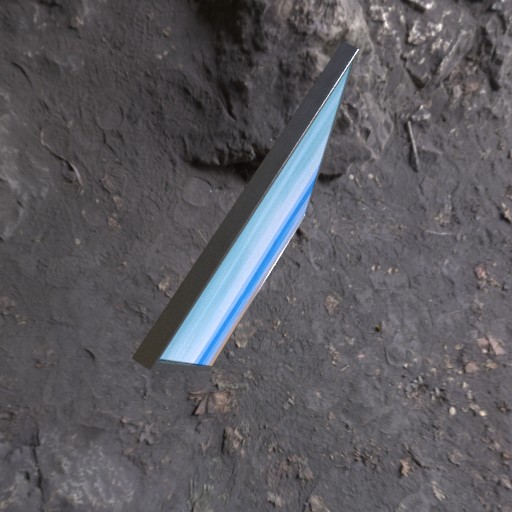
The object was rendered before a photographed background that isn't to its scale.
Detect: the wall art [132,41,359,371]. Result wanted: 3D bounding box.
[{"bbox_3d":[0.000,0.000,1.405,0.041,1.062,0.803,31,77,8],"label":"wall art"}]
